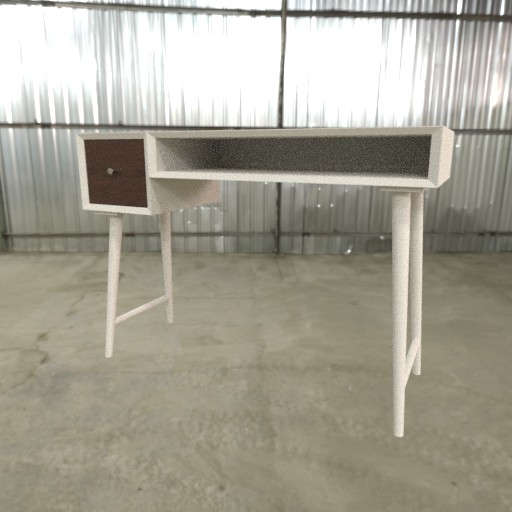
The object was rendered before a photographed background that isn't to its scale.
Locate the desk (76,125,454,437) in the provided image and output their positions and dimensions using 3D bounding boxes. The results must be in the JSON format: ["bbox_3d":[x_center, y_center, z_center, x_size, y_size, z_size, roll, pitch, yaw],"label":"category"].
[{"bbox_3d":[0.000,0.000,1.416,1.069,0.761,0.409,7,15,26],"label":"desk"}]
